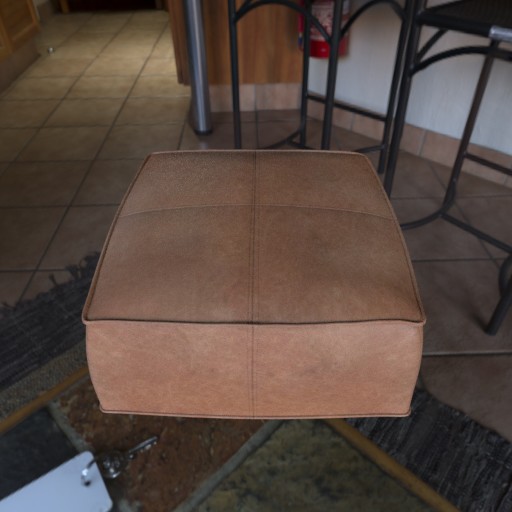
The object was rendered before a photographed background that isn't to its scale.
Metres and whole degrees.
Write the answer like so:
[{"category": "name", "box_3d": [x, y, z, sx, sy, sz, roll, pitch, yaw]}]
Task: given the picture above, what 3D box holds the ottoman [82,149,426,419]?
[{"category": "ottoman", "box_3d": [0.000, 0.000, 1.403, 0.901, 0.395, 0.902, 0, 41, 0]}]
